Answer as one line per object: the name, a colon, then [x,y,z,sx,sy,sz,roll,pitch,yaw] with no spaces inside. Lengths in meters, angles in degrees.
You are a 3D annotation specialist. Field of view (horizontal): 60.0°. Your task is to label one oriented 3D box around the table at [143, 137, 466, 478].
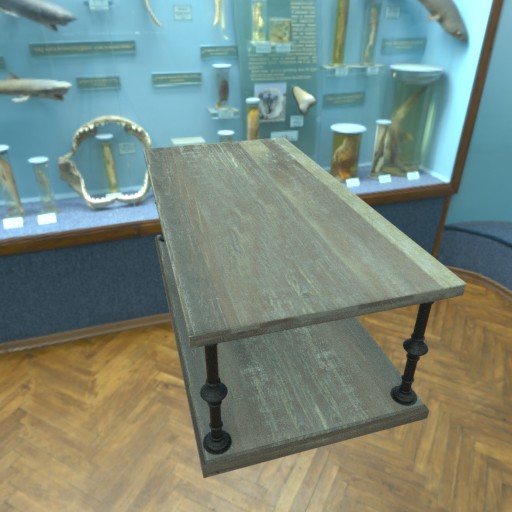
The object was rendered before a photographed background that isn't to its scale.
table: [0.000,0.000,1.366,0.554,0.399,1.088,-8,32,-14]
